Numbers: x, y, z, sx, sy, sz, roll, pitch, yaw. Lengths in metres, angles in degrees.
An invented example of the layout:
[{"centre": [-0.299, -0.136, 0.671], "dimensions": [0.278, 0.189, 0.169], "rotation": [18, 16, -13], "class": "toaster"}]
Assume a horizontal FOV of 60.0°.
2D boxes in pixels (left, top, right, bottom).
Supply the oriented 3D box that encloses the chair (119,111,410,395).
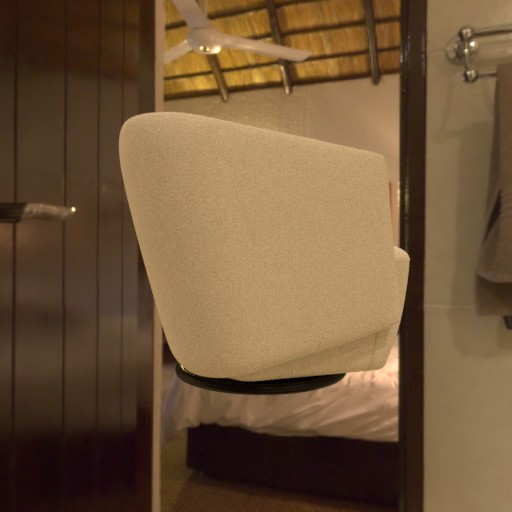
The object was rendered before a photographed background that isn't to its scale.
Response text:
[{"centre": [0.000, 0.000, 1.669], "dimensions": [0.986, 0.861, 0.822], "rotation": [0, 0, -19], "class": "chair"}]
